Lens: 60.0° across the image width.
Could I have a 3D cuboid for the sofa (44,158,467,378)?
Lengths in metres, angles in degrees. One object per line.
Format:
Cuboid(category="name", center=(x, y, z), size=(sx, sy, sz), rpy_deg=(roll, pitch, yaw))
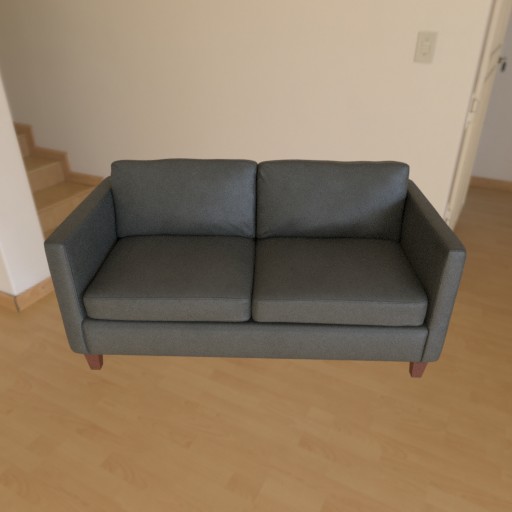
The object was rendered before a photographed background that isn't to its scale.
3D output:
Cuboid(category="sofa", center=(0.000, 0.000, 2.455), size=(1.883, 0.933, 0.951), rpy_deg=(1, 29, 2))
